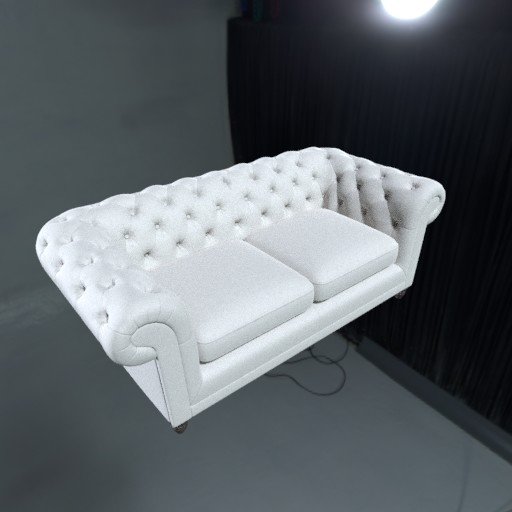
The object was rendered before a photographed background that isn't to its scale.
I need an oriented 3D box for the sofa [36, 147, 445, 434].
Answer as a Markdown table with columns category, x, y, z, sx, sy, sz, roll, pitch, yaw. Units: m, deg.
| category | x | y | z | sx | sy | sz | roll | pitch | yaw |
| --- | --- | --- | --- | --- | --- | --- | --- | --- | --- |
| sofa | 0.000 | 0.000 | 2.405 | 1.998 | 0.764 | 0.986 | -22 | 37 | -33 |
